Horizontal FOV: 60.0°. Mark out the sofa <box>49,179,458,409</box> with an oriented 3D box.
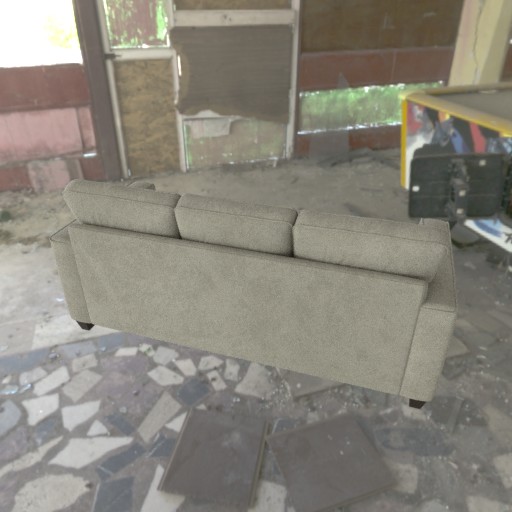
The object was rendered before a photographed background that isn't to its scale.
[{"bbox_3d":[0.000,0.000,2.620,2.133,0.965,0.939,9,32,15],"label":"sofa"}]
